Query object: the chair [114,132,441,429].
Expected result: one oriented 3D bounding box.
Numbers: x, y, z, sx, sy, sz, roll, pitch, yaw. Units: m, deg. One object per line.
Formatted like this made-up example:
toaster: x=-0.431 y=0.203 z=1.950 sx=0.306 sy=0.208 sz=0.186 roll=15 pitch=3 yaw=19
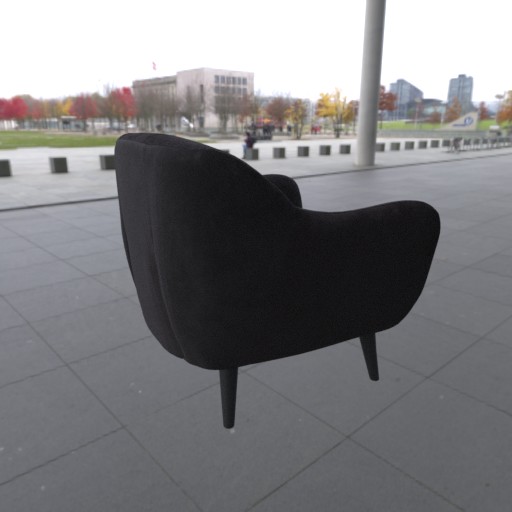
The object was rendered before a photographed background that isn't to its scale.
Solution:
chair: x=0.000 y=0.000 z=1.491 sx=0.819 sy=0.807 sz=0.840 roll=-8 pitch=18 yaw=-26
